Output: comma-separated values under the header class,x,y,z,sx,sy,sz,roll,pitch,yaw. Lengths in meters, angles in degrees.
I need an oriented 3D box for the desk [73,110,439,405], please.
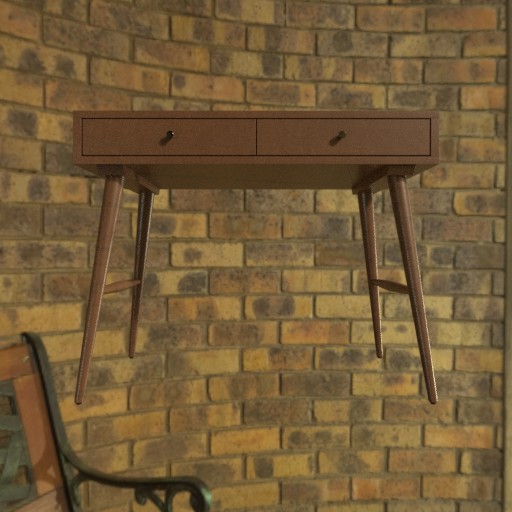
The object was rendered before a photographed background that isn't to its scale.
class,x,y,z,sx,sy,sz,roll,pitch,yaw
desk,0.000,0.000,1.382,0.949,0.758,0.510,0,1,0
